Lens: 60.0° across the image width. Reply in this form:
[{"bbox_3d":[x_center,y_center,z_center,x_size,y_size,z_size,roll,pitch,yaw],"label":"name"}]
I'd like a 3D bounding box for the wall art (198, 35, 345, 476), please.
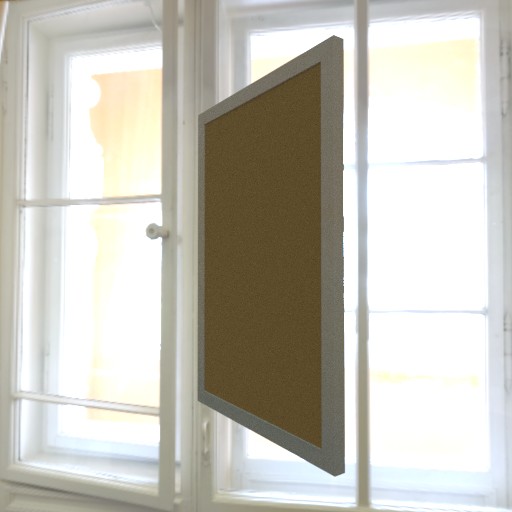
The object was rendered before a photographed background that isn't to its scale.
[{"bbox_3d":[0.000,0.000,1.469,0.038,1.143,0.764,1,-1,-35],"label":"wall art"}]
